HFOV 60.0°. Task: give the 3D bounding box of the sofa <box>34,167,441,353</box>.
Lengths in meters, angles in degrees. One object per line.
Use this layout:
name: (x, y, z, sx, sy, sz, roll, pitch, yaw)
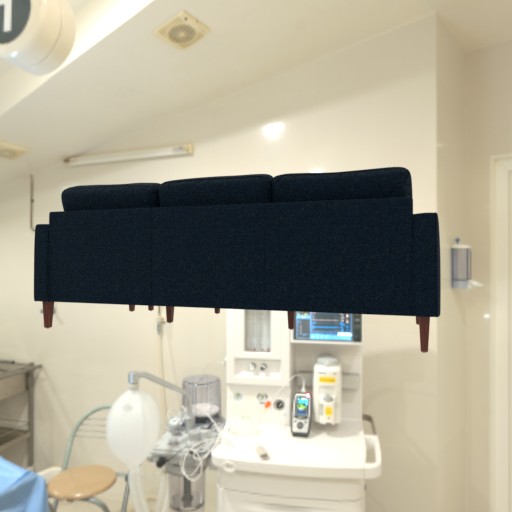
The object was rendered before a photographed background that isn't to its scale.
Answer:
sofa: (0.000, 0.000, 2.954, 2.185, 0.841, 1.613, 0, 0, 19)
